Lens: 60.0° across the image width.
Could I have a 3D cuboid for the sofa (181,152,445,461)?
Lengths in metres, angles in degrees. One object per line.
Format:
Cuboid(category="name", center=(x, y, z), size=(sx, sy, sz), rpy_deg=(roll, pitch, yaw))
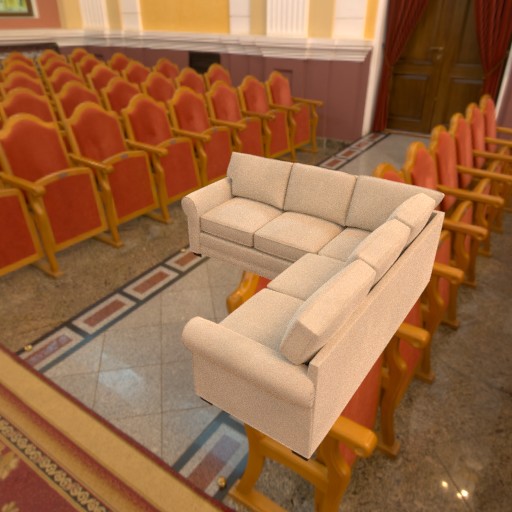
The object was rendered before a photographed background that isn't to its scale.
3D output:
Cuboid(category="sofa", center=(0.000, 0.000, 3.928), size=(2.487, 1.054, 2.569), rpy_deg=(19, 34, 30))
